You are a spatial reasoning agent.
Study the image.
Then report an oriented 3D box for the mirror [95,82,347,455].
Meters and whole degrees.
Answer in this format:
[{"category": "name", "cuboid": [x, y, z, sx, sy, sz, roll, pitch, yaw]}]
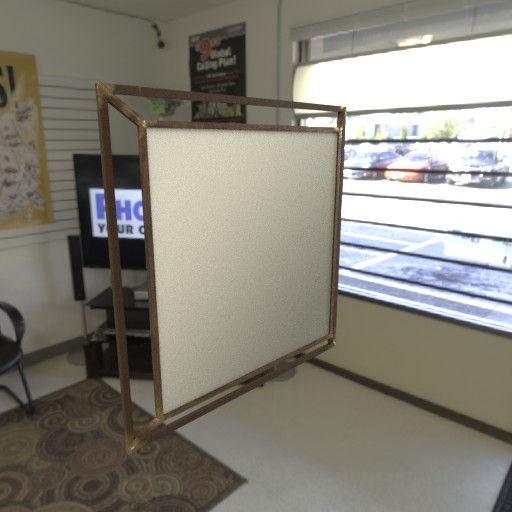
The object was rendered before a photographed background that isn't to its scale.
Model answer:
[{"category": "mirror", "cuboid": [0.000, 0.000, 0.901, 0.610, 0.610, 0.032, -14, 20, -43]}]
